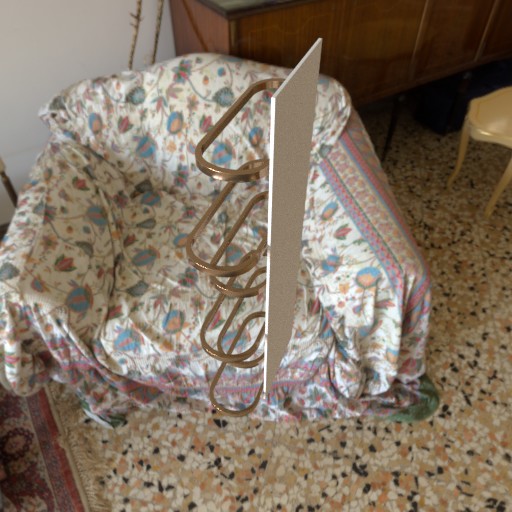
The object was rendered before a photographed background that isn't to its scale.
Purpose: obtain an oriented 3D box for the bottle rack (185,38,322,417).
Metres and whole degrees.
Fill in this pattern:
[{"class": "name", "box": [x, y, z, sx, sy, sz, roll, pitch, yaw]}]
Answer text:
[{"class": "bottle rack", "box": [0.000, 0.000, 0.804, 0.118, 0.709, 0.332, 16, 48, 15]}]
